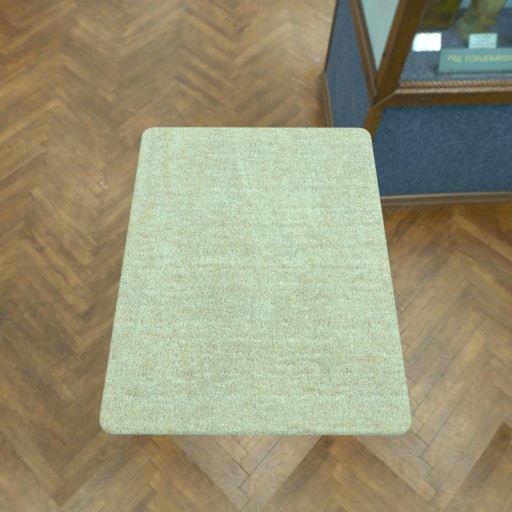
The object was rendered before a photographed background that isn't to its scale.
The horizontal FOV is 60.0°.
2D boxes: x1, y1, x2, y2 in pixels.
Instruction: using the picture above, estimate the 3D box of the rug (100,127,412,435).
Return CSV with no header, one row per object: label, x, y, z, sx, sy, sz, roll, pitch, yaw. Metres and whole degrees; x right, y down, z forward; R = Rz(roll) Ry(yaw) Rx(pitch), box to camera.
rug,0.000,0.000,3.372,2.009,0.048,2.528,0,64,0
